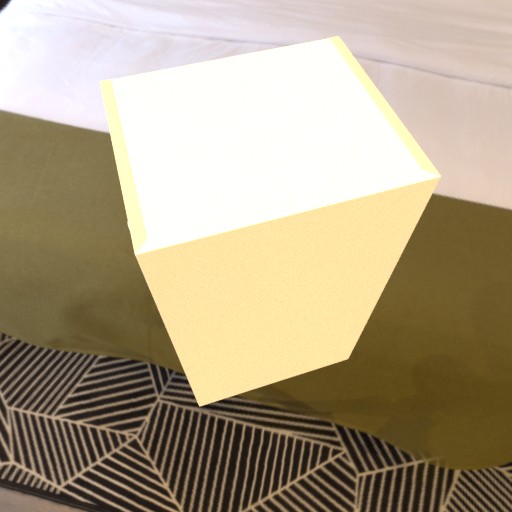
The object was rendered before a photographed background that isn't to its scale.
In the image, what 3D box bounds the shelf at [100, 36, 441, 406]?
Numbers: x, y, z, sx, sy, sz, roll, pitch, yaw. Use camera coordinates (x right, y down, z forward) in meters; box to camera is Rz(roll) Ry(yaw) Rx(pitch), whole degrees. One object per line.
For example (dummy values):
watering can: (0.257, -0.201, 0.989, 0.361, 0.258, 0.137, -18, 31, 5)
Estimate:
shelf: (0.000, 0.000, 0.799, 0.350, 0.600, 0.290, -15, 59, -9)
